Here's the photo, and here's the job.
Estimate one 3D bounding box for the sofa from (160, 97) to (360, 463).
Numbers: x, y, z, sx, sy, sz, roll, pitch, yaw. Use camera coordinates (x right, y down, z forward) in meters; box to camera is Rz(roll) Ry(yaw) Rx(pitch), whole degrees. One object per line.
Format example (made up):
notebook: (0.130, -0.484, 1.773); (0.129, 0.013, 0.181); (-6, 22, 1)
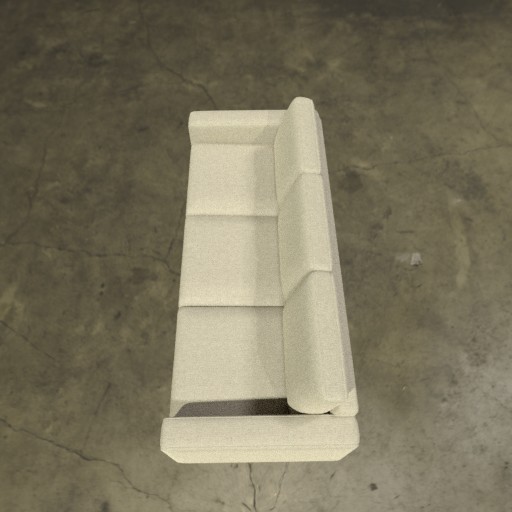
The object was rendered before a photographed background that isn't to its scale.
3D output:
sofa: (0.000, 0.000, 2.623); (0.900, 0.800, 2.160); (-1, 59, 0)
